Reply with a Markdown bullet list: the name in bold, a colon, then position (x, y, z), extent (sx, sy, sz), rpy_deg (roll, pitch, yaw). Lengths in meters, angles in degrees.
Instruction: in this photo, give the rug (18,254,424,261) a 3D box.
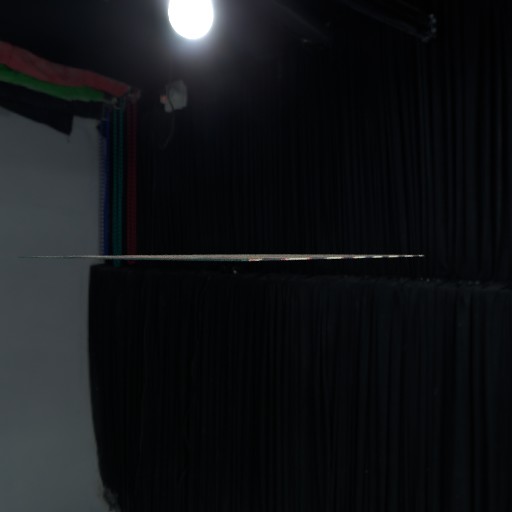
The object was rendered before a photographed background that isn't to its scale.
- **rug**: position (0.000, 0.000, 2.895), extent (1.522, 0.010, 2.311), rpy_deg (0, 1, 36)
